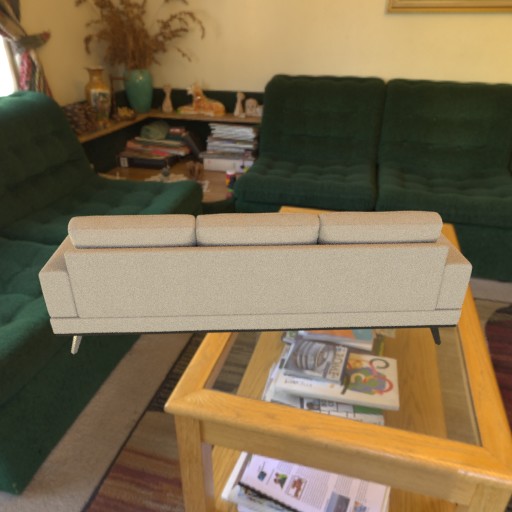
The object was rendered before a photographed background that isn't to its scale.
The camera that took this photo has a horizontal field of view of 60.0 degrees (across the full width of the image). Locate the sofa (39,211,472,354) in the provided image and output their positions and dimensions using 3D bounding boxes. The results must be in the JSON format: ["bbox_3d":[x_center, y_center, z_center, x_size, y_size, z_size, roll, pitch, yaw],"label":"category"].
[{"bbox_3d":[0.000,0.000,2.806,2.310,0.810,0.920,-1,28,-2],"label":"sofa"}]
